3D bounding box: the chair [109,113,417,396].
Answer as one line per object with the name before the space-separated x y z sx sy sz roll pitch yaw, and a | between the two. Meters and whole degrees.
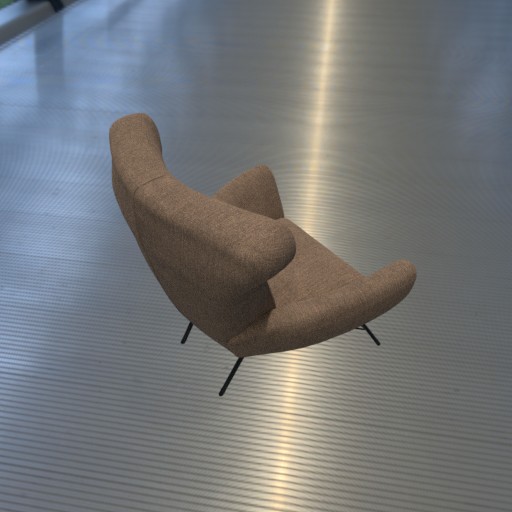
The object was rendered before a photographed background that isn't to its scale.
chair | 0.000 0.000 1.792 0.900 1.040 0.980 -27 48 -27
